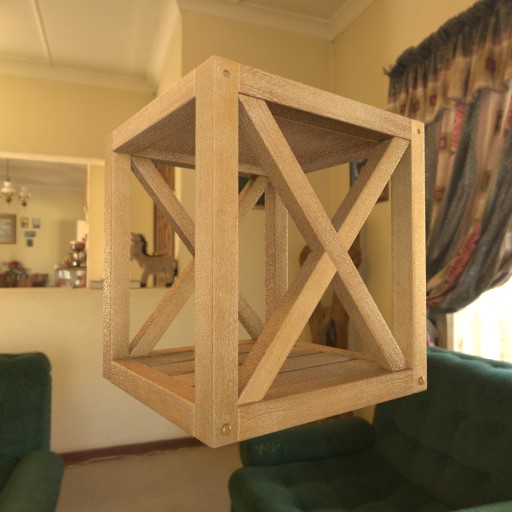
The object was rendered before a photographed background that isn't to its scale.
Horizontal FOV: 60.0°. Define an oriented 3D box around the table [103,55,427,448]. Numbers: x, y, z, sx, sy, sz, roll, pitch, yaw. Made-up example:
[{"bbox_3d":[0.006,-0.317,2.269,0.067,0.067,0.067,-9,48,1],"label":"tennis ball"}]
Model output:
[{"bbox_3d":[0.000,0.000,1.065,0.559,0.610,0.558,1,-2,-36],"label":"table"}]
